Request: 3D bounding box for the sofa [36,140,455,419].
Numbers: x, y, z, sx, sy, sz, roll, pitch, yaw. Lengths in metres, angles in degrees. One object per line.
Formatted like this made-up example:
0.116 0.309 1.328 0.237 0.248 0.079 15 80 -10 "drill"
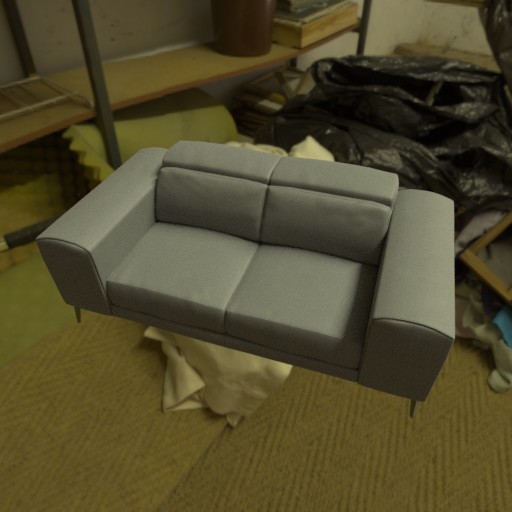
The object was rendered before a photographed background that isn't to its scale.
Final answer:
0.000 0.000 2.349 1.895 0.779 1.003 12 41 14 "sofa"
